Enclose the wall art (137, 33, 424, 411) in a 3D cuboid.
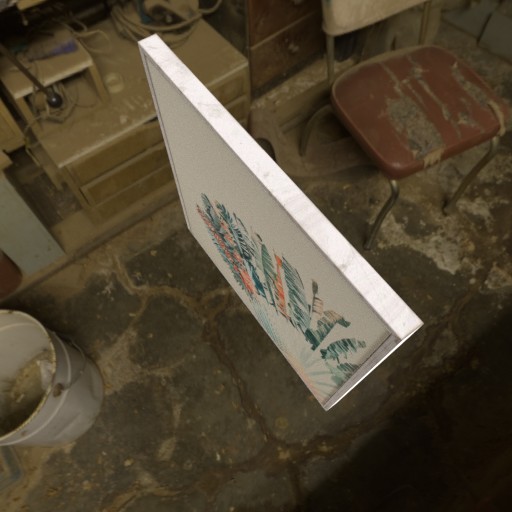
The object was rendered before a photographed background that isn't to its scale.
[{"bbox_3d":[0.000,0.000,0.738,0.029,0.506,0.508,-33,68,-15],"label":"wall art"}]
